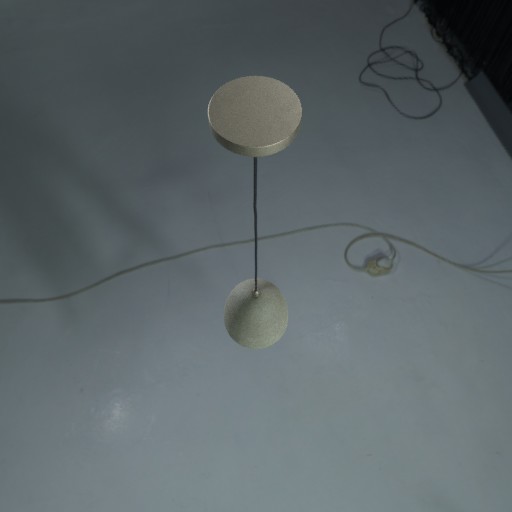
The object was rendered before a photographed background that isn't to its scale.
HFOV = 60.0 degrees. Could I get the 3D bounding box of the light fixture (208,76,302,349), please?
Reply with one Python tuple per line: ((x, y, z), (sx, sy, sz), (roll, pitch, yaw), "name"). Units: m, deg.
((0.000, 0.000, 0.837), (0.170, 0.759, 0.170), (-17, 66, -8), "light fixture")
